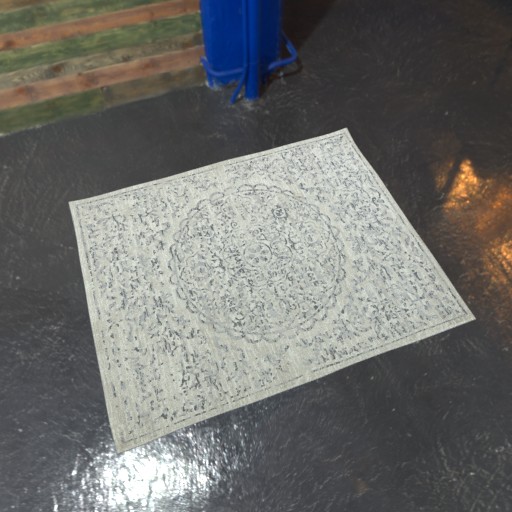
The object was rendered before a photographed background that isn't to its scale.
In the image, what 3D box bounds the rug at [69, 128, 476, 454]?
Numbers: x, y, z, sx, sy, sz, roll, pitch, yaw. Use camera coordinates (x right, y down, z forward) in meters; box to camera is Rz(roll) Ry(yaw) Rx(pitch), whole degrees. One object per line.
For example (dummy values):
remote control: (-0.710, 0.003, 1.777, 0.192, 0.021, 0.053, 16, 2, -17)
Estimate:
rug: (0.000, 0.000, 3.879, 2.925, 0.026, 2.343, -17, 60, -10)
